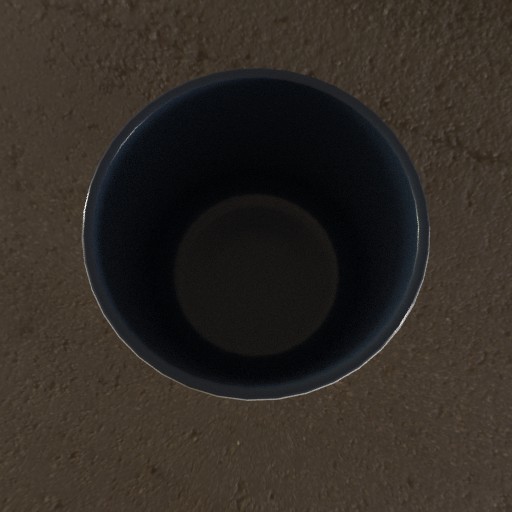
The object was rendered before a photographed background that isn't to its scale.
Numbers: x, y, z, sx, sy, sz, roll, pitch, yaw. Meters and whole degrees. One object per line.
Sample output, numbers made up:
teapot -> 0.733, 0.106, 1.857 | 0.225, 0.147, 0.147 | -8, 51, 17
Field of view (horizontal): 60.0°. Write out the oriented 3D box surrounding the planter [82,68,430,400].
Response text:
planter -> 0.000, 0.000, 0.270 | 0.159, 0.144, 0.159 | 0, 76, 0
